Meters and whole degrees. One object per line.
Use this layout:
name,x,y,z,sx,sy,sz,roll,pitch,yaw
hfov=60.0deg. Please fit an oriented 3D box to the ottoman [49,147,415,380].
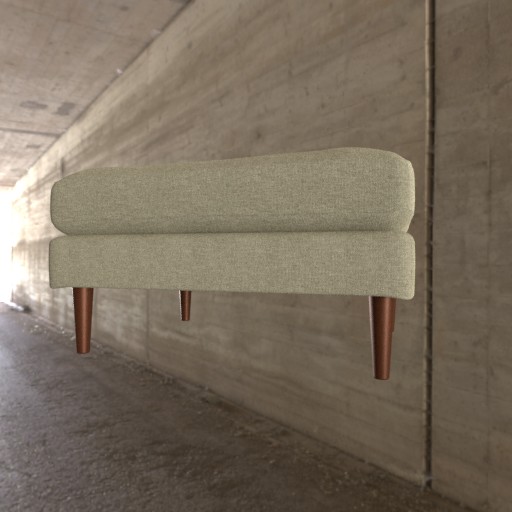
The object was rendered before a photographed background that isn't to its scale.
ottoman,0.000,0.000,1.239,0.821,0.474,0.693,0,1,18
